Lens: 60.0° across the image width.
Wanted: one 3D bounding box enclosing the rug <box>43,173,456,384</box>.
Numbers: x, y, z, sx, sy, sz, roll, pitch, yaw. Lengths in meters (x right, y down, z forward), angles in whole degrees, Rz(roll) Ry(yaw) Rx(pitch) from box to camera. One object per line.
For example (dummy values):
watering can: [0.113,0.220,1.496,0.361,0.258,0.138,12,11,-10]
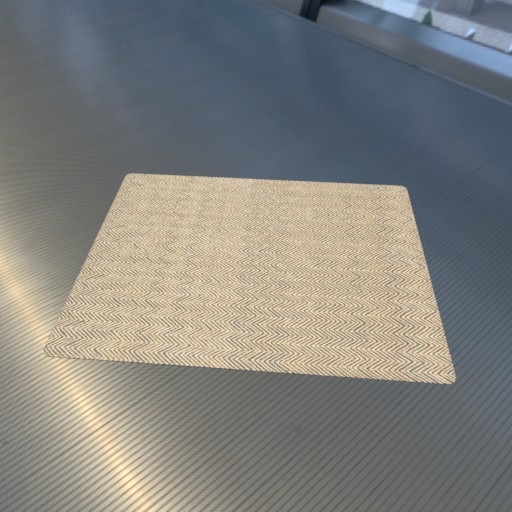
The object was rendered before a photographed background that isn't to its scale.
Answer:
rug: [0.000,0.000,4.236,3.207,0.014,2.439,3,46,3]
